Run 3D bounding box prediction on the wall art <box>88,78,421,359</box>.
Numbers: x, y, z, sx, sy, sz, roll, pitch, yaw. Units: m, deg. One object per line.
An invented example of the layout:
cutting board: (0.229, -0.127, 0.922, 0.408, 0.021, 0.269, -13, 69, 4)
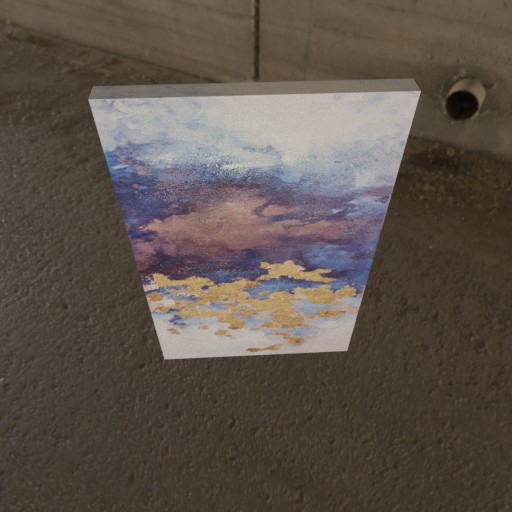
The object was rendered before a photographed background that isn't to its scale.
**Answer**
wall art: (0.000, 0.000, 1.110, 0.583, 0.874, 0.048, -2, 47, -2)
